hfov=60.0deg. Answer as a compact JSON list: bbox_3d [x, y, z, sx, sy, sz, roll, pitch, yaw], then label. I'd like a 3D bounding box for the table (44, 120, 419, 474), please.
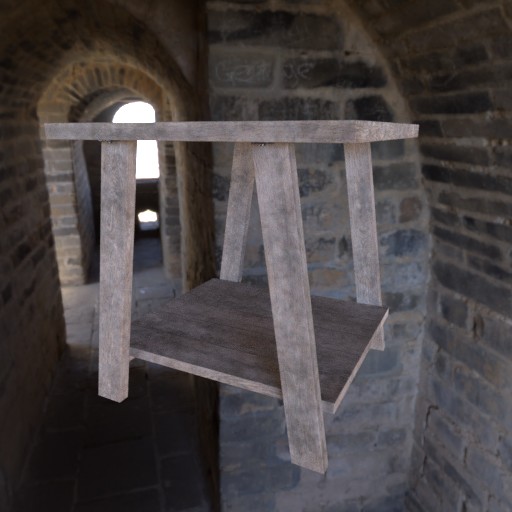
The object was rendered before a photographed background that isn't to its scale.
[{"bbox_3d":[0.000,0.000,1.067,0.610,0.610,0.610,8,18,26],"label":"table"}]
